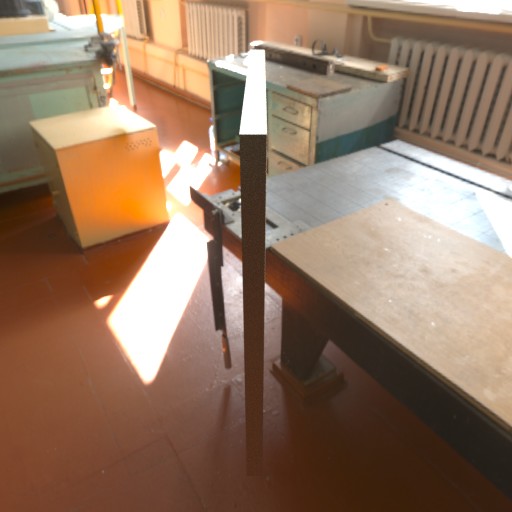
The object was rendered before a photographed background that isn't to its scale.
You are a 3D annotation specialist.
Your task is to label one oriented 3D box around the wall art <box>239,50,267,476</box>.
[{"bbox_3d":[0.000,0.000,0.750,0.025,0.569,0.444,0,34,1],"label":"wall art"}]
